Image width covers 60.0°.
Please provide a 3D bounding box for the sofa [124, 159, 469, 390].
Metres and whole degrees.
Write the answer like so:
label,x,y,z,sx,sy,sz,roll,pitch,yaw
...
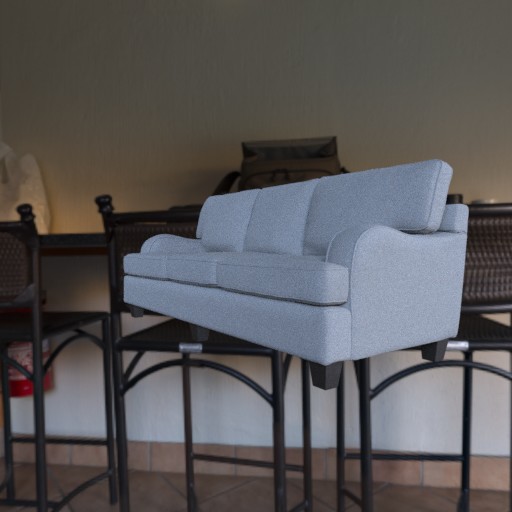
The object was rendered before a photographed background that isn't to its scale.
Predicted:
label,x,y,z,sx,sy,sz,roll,pitch,yaw
sofa,0.000,0.000,2.869,1.016,0.997,2.323,-1,2,-35
